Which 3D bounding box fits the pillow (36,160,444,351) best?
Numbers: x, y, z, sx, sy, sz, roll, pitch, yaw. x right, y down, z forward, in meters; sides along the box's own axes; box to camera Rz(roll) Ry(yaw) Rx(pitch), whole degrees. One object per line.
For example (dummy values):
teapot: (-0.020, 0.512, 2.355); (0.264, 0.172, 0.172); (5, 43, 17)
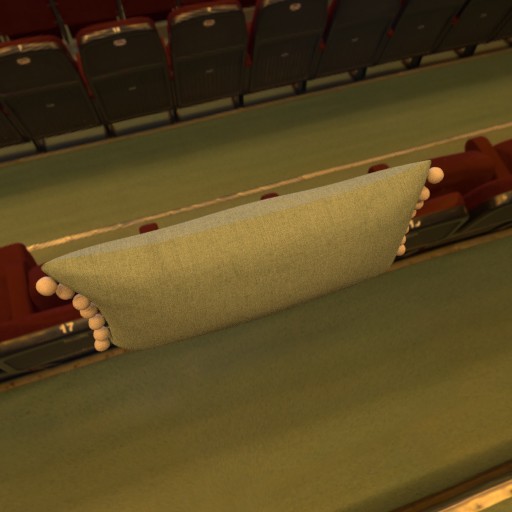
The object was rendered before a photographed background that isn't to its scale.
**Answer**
pillow: (0.000, 0.000, 0.837); (0.709, 0.322, 0.201); (-17, 60, -10)
